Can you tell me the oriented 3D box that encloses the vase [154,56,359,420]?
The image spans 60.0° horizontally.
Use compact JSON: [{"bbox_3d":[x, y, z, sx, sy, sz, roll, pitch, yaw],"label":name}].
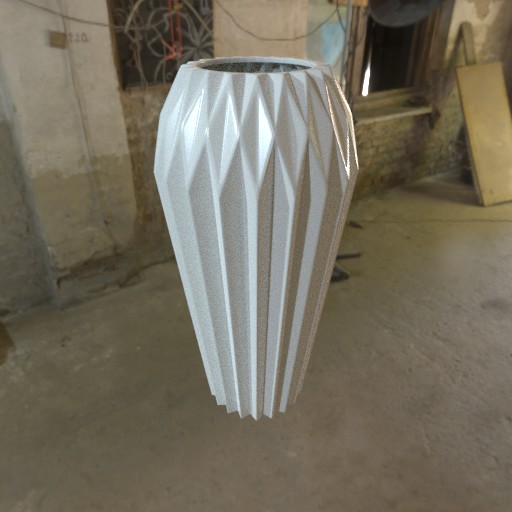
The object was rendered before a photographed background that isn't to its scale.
[{"bbox_3d":[0.000,0.000,0.329,0.133,0.263,0.133,0,30,0],"label":"vase"}]
